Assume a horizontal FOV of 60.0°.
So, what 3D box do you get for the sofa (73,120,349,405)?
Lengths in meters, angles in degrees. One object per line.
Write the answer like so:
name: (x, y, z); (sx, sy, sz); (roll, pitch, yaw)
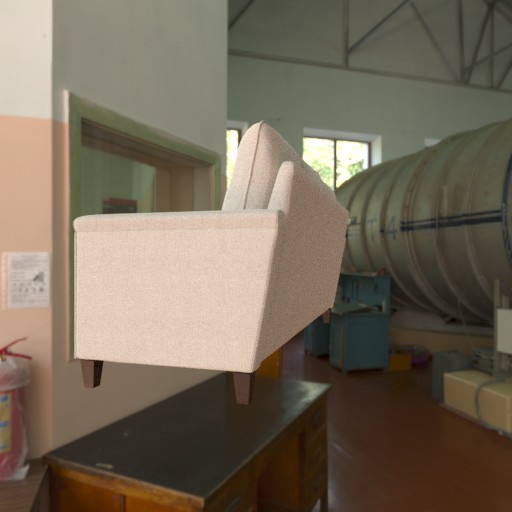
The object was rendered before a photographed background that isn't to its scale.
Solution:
sofa: (0.000, 0.000, 2.395); (0.828, 0.961, 1.925); (0, 0, 18)
